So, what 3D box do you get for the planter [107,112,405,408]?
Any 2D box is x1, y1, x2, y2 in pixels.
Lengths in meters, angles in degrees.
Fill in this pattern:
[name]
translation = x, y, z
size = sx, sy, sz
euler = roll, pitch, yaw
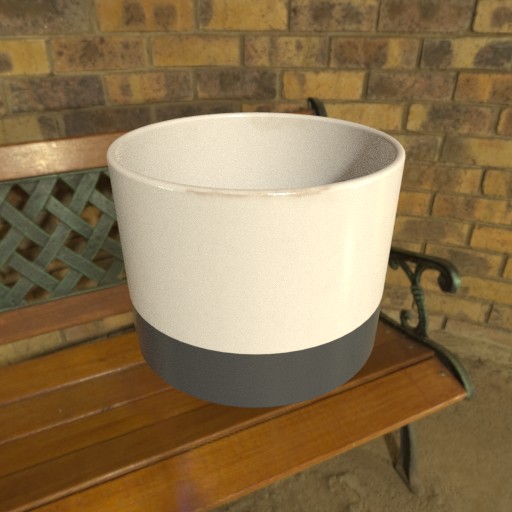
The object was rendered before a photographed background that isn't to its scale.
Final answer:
[planter]
translation = 0.000, 0.000, 0.340
size = 0.193, 0.177, 0.193
euler = 0, 29, 0
